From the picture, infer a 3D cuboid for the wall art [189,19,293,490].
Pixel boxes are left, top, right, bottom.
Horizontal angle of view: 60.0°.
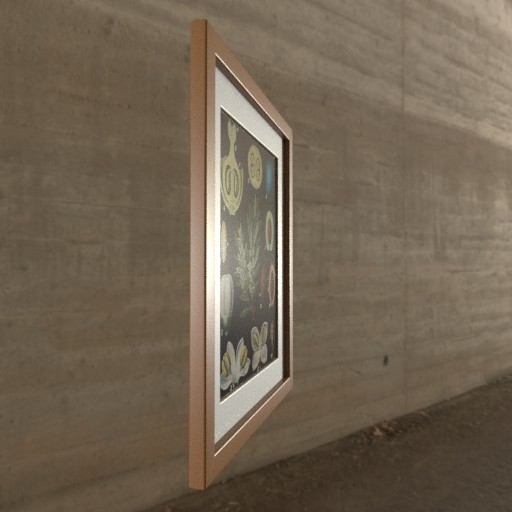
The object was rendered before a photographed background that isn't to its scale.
[{"bbox_3d":[0.000,0.000,0.732,0.021,0.550,0.449,0,-1,18],"label":"wall art"}]
